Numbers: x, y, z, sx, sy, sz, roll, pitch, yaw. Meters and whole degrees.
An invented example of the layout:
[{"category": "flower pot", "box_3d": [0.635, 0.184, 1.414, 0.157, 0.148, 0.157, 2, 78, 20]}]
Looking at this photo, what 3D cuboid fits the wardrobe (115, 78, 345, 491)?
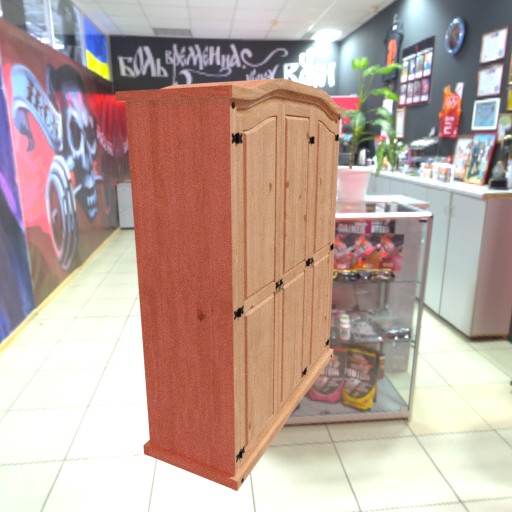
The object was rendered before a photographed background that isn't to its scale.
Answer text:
[{"category": "wardrobe", "box_3d": [0.000, 0.000, 2.612, 0.570, 1.870, 1.500, 7, 17, 26]}]
